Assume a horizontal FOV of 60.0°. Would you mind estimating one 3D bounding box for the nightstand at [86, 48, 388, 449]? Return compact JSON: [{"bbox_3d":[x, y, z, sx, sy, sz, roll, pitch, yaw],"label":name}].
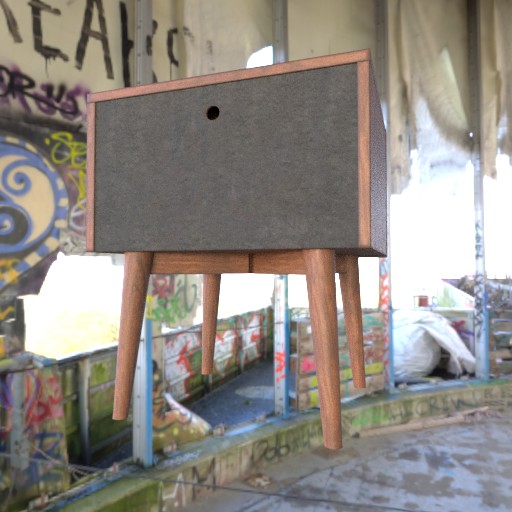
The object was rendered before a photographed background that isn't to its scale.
[{"bbox_3d":[0.000,0.000,0.952,0.521,0.607,0.445,-1,-2,19],"label":"nightstand"}]
